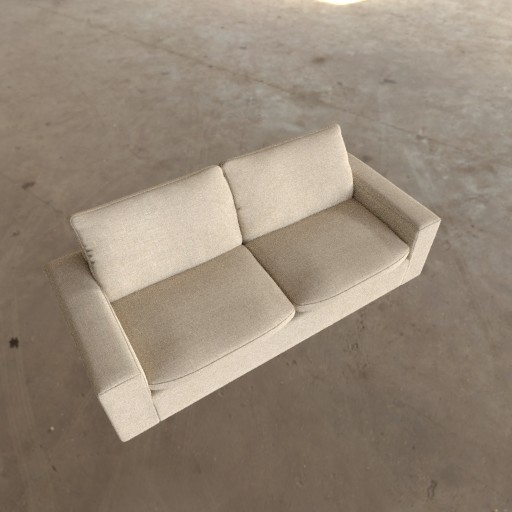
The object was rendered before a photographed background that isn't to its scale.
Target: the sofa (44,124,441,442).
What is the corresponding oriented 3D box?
[{"bbox_3d":[0.000,0.000,2.790,2.299,0.922,1.040,-24,50,-22],"label":"sofa"}]
